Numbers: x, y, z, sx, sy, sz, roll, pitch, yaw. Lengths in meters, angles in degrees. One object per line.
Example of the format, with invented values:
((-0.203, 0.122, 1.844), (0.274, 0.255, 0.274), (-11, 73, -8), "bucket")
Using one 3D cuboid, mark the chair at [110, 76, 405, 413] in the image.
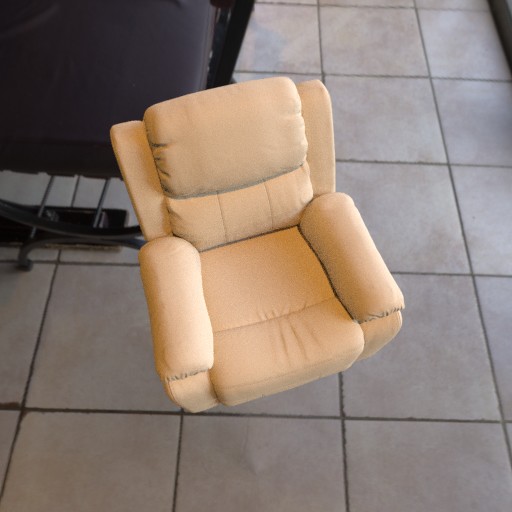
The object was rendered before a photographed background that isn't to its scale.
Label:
((0.000, 0.000, 1.287), (0.680, 0.702, 0.709), (-16, 65, -8), "chair")
